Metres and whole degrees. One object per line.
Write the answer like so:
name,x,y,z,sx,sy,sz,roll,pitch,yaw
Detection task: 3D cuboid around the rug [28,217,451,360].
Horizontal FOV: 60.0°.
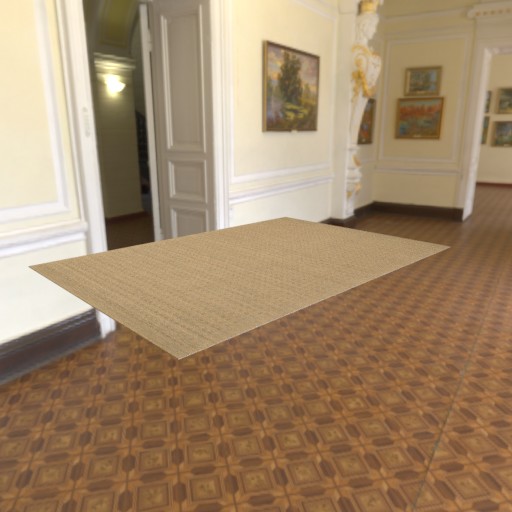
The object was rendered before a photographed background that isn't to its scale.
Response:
rug,0.000,0.000,3.651,2.895,0.006,1.981,-15,21,-42
